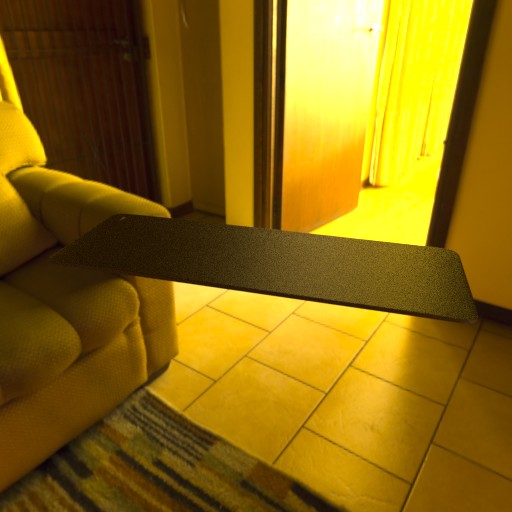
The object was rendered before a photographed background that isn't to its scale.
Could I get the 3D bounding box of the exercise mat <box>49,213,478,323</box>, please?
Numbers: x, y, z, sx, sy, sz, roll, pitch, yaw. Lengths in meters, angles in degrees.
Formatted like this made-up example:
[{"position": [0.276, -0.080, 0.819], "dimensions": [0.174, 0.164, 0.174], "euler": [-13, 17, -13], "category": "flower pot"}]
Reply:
[{"position": [0.000, 0.000, 2.100], "dimensions": [1.869, 0.021, 0.616], "euler": [7, 28, 13], "category": "exercise mat"}]
